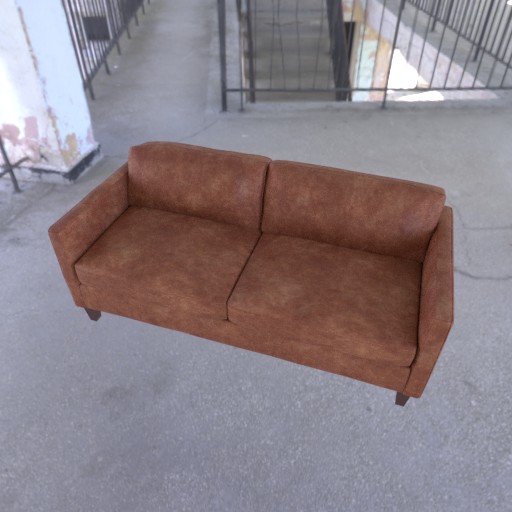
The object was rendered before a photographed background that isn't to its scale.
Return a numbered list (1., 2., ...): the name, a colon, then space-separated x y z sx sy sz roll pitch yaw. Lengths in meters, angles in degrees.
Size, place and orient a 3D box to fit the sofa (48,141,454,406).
1. sofa: 0.000 0.000 2.459 1.971 0.863 0.923 12 41 14
